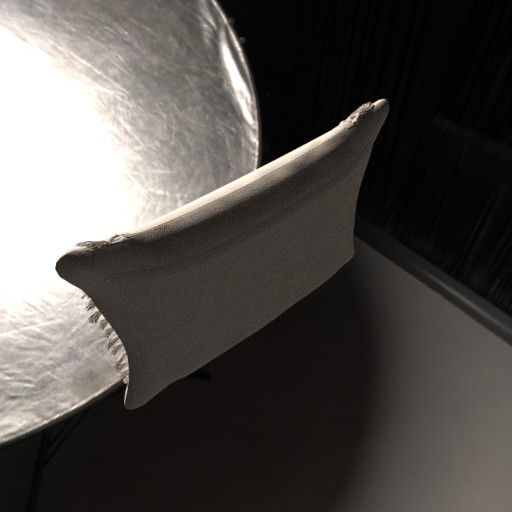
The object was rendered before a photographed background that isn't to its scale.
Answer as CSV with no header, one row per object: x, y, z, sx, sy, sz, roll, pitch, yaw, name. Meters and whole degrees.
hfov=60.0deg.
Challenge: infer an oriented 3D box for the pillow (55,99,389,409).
0.000,0.000,0.597,0.466,0.305,0.084,-32,54,-27,pillow
